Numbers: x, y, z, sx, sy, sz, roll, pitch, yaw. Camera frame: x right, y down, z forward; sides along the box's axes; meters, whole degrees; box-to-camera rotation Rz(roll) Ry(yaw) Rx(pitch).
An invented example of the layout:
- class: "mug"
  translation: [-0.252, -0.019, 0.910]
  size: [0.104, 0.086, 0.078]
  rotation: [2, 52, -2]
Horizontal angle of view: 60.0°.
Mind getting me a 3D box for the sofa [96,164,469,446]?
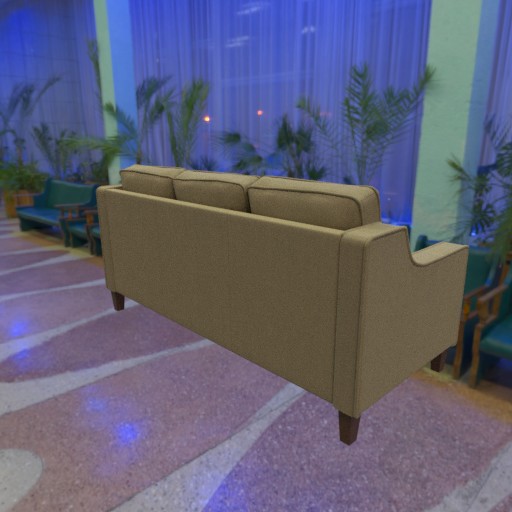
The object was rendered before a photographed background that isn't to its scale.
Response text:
- class: "sofa"
  translation: [0.000, 0.000, 2.511]
  size: [0.911, 0.974, 1.986]
  rotation: [-14, 21, -42]
